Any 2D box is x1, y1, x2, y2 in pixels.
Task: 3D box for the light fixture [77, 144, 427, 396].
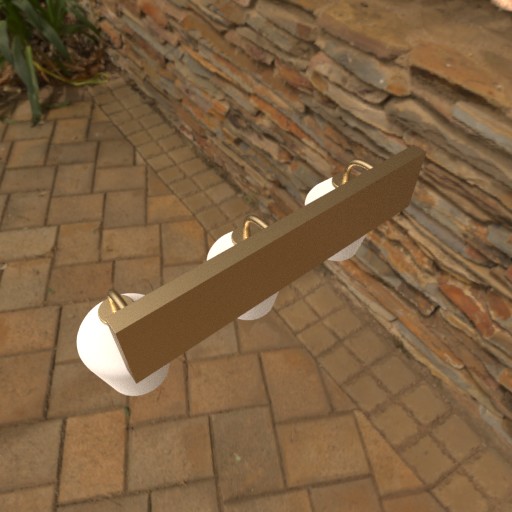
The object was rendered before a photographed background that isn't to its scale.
[{"bbox_3d":[0.000,0.000,0.733,0.609,0.280,0.190,-31,54,-25],"label":"light fixture"}]
